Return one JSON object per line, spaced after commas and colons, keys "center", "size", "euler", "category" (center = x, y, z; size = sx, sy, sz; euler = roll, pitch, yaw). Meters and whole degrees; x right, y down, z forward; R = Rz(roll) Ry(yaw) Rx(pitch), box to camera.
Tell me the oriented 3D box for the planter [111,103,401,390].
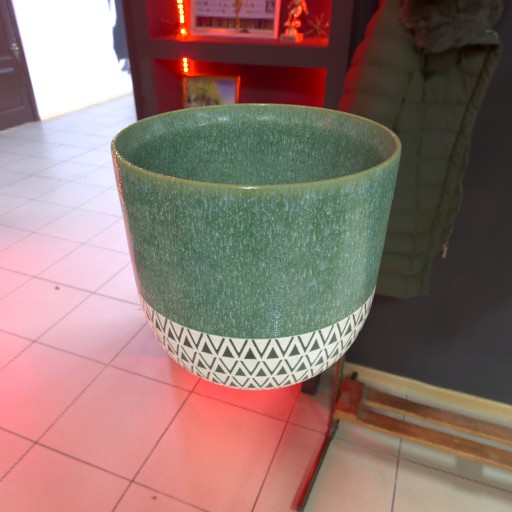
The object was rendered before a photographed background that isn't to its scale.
{"center": [0.000, 0.000, 0.488], "size": [0.266, 0.270, 0.266], "euler": [0, 31, 0], "category": "planter"}
